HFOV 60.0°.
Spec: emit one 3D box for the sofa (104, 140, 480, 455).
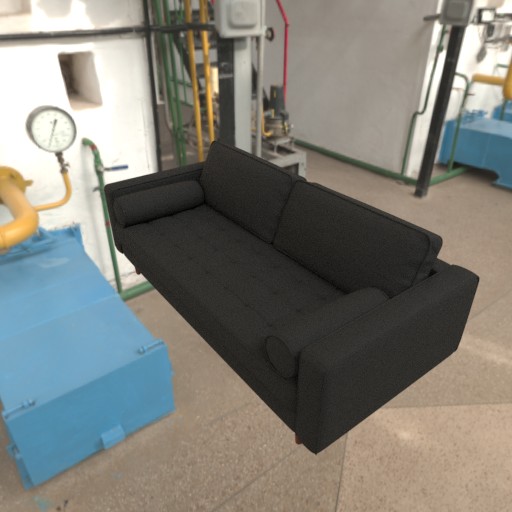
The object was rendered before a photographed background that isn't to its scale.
[{"bbox_3d":[0.000,0.000,2.310,0.914,0.759,1.875,-21,37,-31],"label":"sofa"}]
